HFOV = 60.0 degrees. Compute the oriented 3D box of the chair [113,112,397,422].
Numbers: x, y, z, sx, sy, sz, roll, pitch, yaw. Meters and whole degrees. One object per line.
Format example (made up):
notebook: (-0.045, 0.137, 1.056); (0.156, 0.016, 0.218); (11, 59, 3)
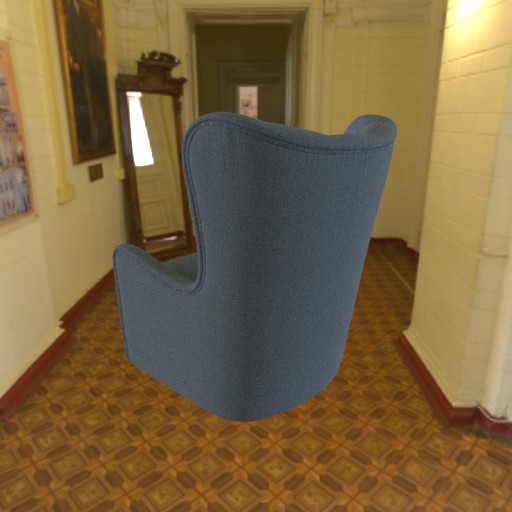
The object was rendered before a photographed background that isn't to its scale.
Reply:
chair: (0.000, 0.000, 1.770); (0.831, 1.079, 0.930); (-16, 23, -42)
